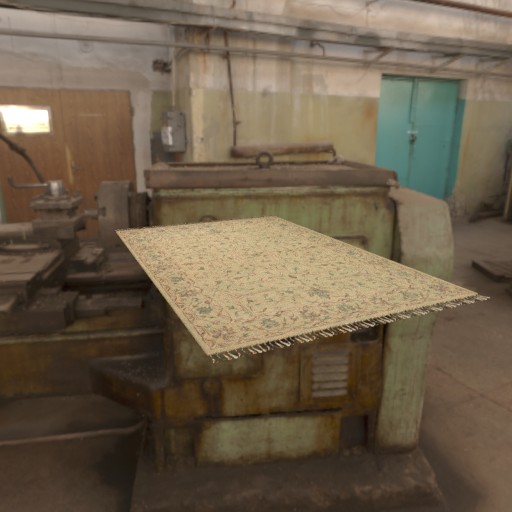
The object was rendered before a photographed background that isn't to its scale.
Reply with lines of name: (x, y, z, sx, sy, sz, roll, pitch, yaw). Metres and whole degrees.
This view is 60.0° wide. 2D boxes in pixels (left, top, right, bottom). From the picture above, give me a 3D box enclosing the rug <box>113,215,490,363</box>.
rug: (0.000, 0.000, 3.023, 1.544, 0.010, 2.435, -8, 18, -24)
